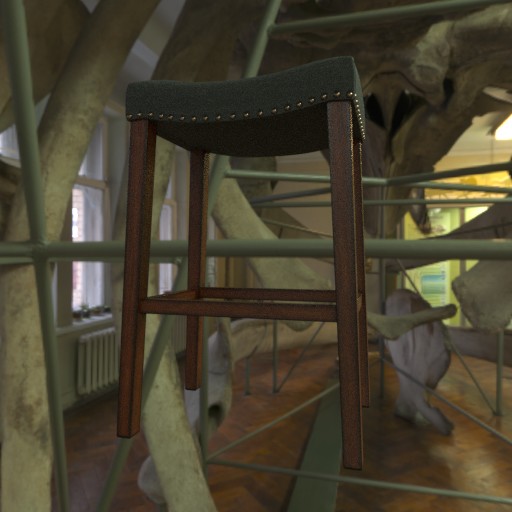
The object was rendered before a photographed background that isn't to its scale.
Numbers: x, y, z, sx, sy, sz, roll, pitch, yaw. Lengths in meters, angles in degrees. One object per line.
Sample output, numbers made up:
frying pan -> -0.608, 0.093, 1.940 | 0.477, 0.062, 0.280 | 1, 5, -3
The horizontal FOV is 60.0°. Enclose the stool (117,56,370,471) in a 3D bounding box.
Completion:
stool -> 0.000, 0.000, 1.028 | 0.502, 0.760, 0.366 | 0, 1, 17
